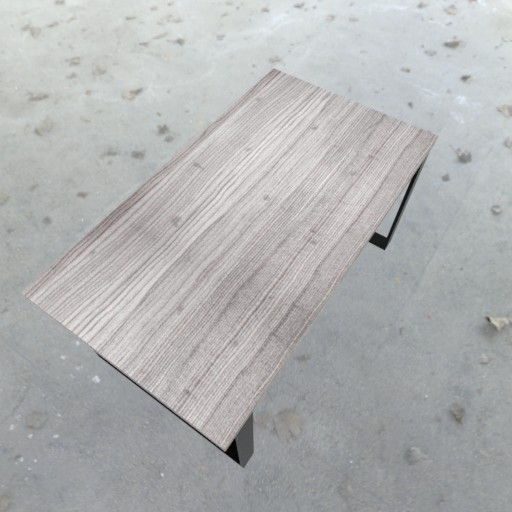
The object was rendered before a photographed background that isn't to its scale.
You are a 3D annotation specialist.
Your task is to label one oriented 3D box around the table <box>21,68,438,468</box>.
[{"bbox_3d":[0.000,0.000,2.058,0.881,0.736,1.579,30,61,18],"label":"table"}]
